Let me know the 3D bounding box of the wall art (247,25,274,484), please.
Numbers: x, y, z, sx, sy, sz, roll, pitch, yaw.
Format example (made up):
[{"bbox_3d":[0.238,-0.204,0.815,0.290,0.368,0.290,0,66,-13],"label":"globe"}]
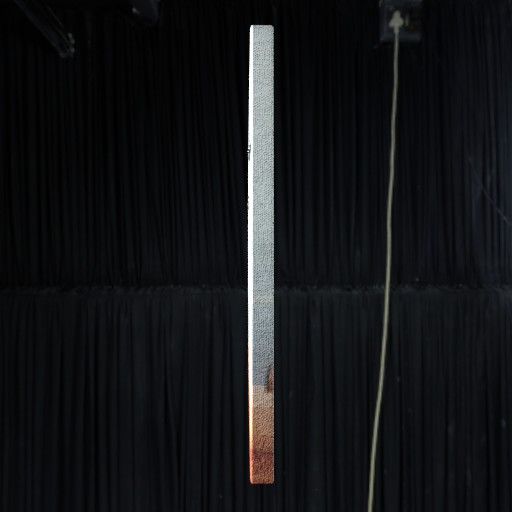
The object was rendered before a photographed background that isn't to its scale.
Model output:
[{"bbox_3d":[0.000,0.000,1.115,0.042,0.760,0.760,0,-1,-1],"label":"wall art"}]
